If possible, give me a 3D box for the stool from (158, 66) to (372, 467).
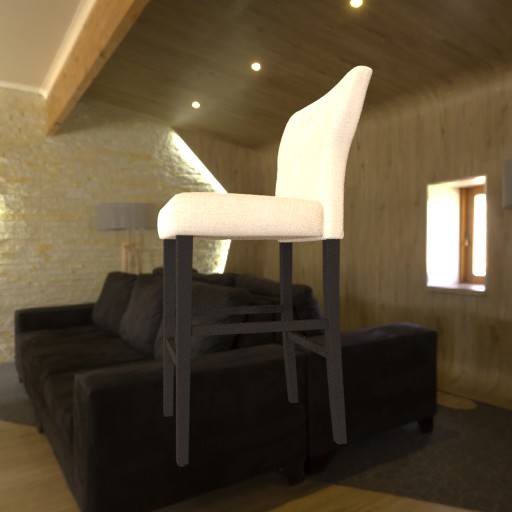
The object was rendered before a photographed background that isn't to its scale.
[{"bbox_3d":[0.000,0.000,1.452,0.603,1.124,0.516,0,0,-17],"label":"stool"}]
